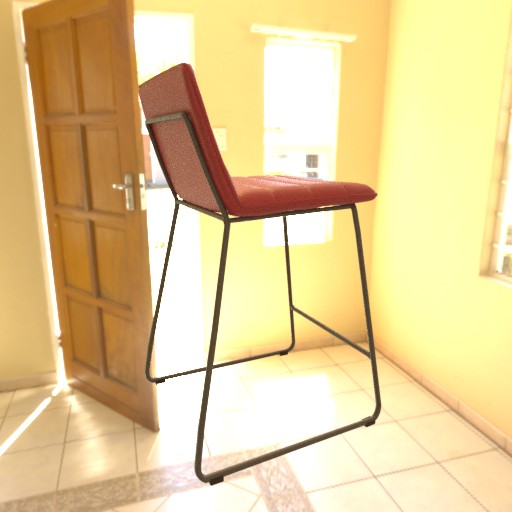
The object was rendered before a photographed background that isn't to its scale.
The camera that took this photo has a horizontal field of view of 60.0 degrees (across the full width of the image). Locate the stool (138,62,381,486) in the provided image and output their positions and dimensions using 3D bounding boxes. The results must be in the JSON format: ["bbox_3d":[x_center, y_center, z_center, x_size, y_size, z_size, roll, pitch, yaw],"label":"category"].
[{"bbox_3d":[0.000,0.000,1.165,0.524,0.866,0.489,-7,16,-26],"label":"stool"}]
